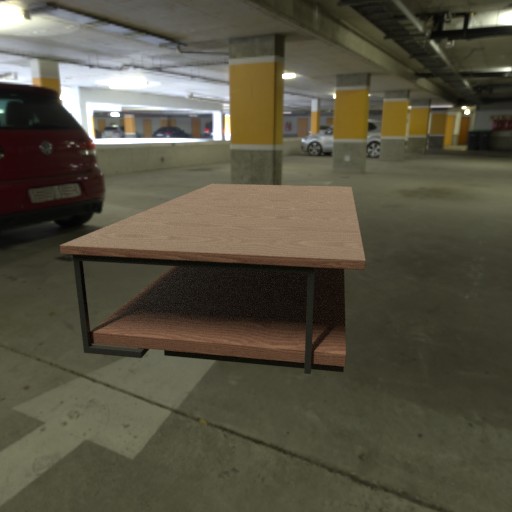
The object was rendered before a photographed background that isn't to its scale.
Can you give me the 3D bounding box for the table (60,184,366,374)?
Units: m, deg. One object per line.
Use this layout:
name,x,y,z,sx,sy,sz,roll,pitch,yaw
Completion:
table,0.000,0.000,1.523,0.651,0.347,1.197,3,16,10
